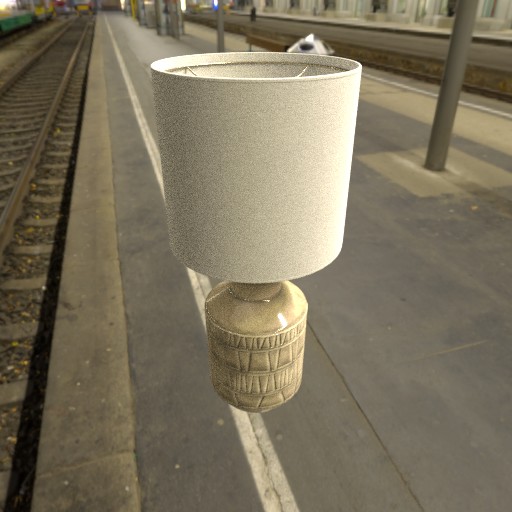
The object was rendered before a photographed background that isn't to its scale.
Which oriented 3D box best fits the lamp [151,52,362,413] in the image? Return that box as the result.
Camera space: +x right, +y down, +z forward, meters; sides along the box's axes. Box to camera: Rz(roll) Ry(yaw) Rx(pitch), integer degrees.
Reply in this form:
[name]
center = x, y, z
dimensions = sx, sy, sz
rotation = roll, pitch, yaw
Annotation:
[lamp]
center = 0.000, 0.000, 0.565
dimensions = 0.211, 0.455, 0.211
rotation = -22, 36, -32
